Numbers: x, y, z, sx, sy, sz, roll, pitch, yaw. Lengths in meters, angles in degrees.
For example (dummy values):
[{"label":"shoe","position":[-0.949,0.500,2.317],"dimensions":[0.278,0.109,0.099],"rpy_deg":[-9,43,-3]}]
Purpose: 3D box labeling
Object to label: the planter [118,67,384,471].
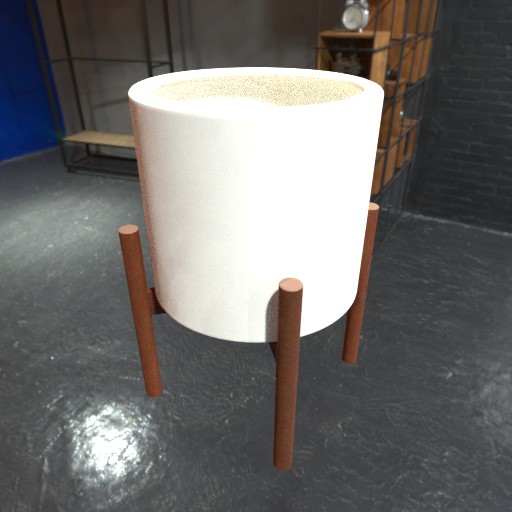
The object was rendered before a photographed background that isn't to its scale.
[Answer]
[{"label":"planter","position":[0.000,0.000,0.487],"dimensions":[0.224,0.358,0.224],"rpy_deg":[18,34,27]}]
